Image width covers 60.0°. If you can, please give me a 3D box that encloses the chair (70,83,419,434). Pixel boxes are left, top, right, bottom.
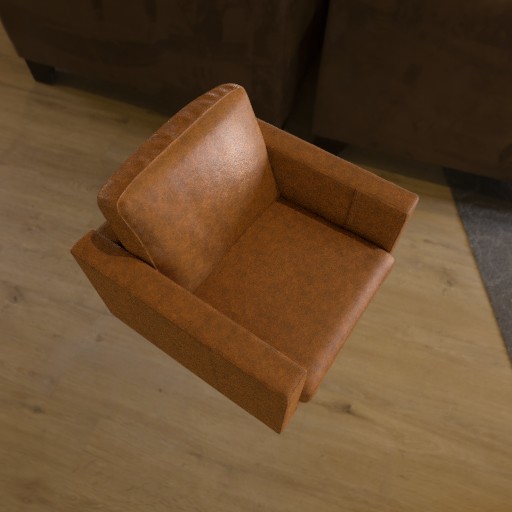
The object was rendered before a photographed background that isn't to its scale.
[{"bbox_3d":[0.000,0.000,1.709,0.909,0.956,0.890,31,63,17],"label":"chair"}]
